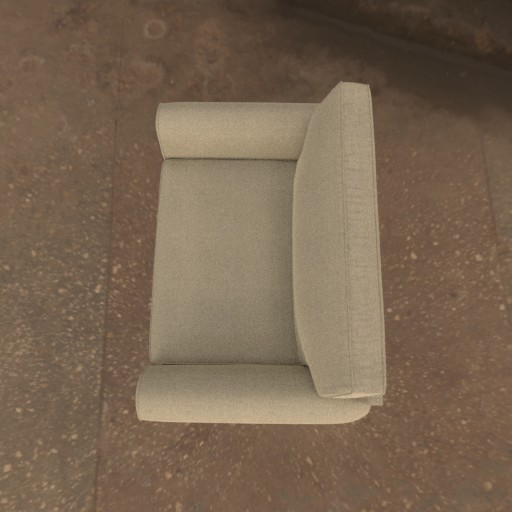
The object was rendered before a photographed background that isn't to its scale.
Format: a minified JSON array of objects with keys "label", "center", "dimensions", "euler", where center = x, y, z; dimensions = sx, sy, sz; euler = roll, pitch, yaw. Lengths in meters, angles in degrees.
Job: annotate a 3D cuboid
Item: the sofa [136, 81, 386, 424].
[{"label":"sofa","center":[0.000,0.000,2.007],"dimensions":[0.936,0.991,1.405],"euler":[1,76,0]}]
